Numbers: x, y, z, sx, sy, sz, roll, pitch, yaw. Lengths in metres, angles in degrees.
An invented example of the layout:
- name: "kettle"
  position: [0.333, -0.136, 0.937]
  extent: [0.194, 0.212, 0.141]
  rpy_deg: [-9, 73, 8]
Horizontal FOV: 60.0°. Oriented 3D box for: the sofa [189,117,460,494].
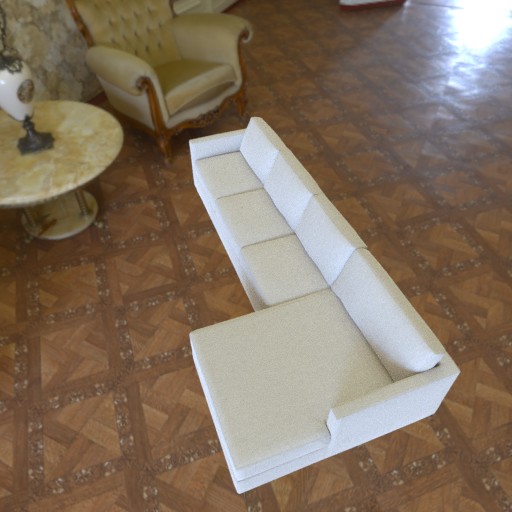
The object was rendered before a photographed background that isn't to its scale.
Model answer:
- name: "sofa"
  position: [0.000, 0.000, 4.024]
  extent: [1.599, 0.954, 3.471]
  rpy_deg: [-15, 47, -15]
